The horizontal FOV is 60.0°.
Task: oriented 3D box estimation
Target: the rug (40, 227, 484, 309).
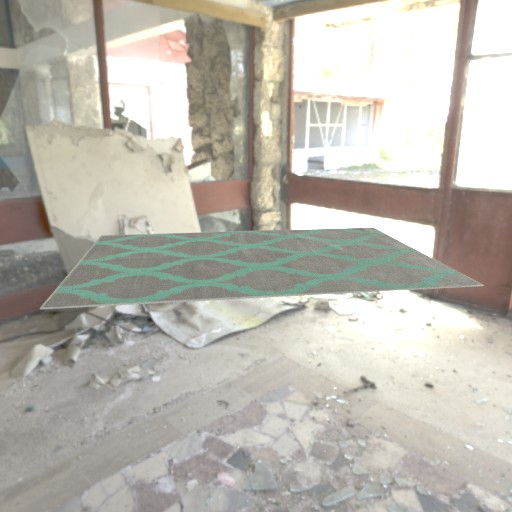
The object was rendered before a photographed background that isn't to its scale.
[{"bbox_3d":[0.000,0.000,2.975,2.286,0.006,1.524,-2,16,-8],"label":"rug"}]
